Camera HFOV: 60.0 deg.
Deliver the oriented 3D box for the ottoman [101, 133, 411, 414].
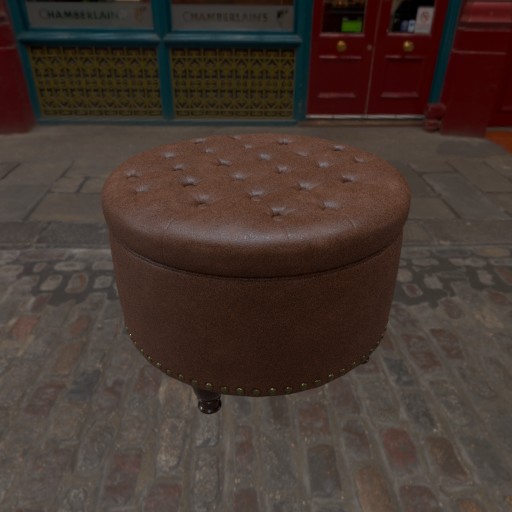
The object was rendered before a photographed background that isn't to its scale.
[{"bbox_3d":[0.000,0.000,1.040,0.637,0.442,0.637,0,30,0],"label":"ottoman"}]
